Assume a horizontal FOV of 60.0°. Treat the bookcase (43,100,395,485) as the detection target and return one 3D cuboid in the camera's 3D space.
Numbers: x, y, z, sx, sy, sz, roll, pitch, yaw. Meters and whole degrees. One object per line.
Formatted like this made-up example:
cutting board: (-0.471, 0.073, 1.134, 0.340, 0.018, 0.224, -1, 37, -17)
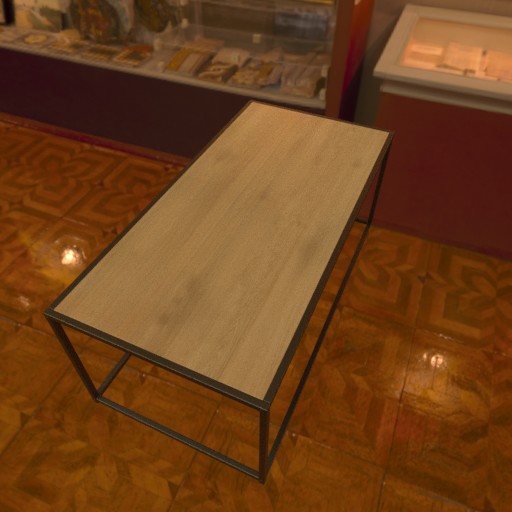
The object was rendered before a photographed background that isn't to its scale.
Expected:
bookcase: (0.000, 0.000, 1.289, 0.500, 0.400, 1.000, 18, 49, 17)
